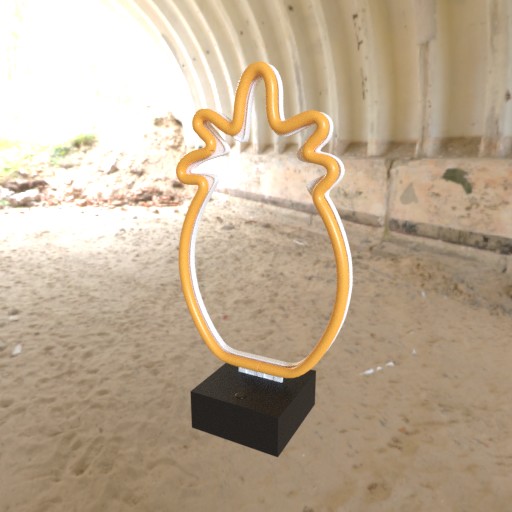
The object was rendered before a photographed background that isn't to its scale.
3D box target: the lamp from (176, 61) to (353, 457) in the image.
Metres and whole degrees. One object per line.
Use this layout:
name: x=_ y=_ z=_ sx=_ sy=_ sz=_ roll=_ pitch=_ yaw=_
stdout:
lamp: x=0.000 y=0.000 z=0.389 sx=0.167 sy=0.317 sz=0.088 roll=7 pitch=16 yaw=27
